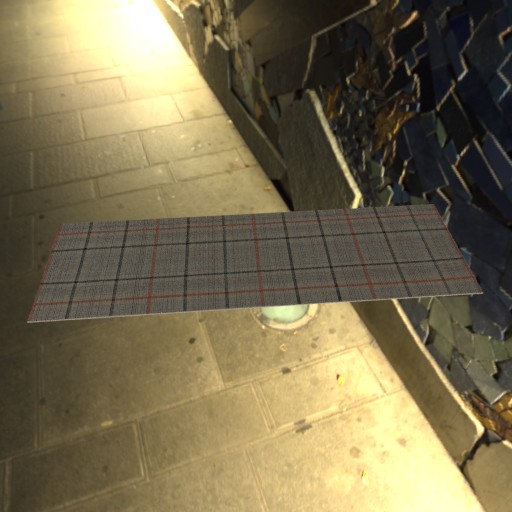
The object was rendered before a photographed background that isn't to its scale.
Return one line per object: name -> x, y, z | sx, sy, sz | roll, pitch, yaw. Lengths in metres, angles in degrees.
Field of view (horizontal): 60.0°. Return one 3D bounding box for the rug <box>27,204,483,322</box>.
rug -> 0.000, 0.000, 2.627 | 2.439, 0.008, 0.762 | -3, 46, -3
